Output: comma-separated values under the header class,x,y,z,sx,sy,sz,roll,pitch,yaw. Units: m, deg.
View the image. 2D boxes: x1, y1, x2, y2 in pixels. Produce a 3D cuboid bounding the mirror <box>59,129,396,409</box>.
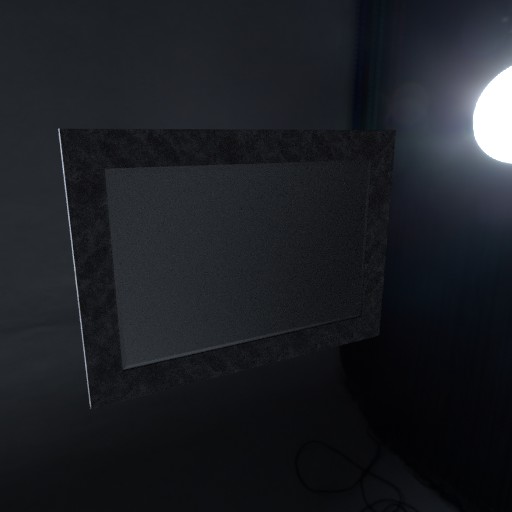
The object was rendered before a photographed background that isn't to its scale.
class,x,y,z,sx,sy,sz,roll,pitch,yaw
mirror,0.000,0.000,1.450,1.101,0.795,0.022,-8,17,-26
